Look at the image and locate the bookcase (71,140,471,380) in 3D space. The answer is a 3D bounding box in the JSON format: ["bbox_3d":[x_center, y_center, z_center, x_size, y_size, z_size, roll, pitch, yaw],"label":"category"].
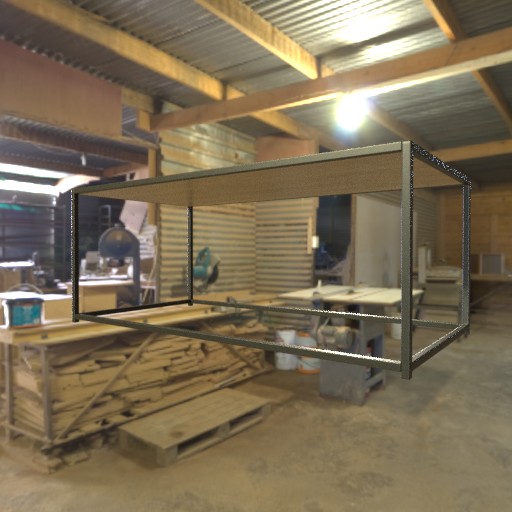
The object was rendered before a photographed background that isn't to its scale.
[{"bbox_3d":[0.000,0.000,1.232,1.000,0.400,0.500,1,1,36],"label":"bookcase"}]
